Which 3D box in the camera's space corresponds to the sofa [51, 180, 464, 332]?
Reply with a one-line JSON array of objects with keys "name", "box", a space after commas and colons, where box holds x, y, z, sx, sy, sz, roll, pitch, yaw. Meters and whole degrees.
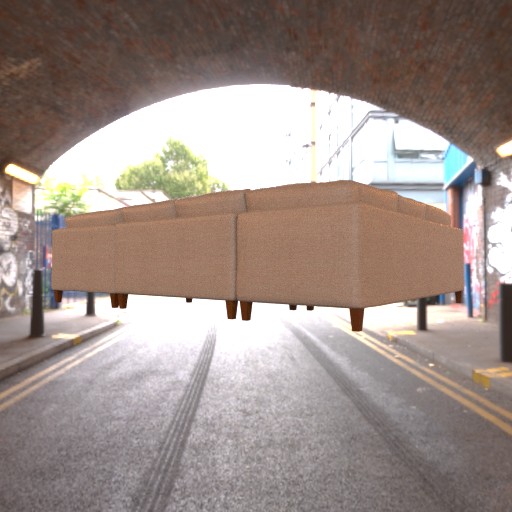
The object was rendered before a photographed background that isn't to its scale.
[{"name": "sofa", "box": [0.000, 0.000, 4.570, 3.460, 0.961, 2.594, -1, -2, 37]}]
